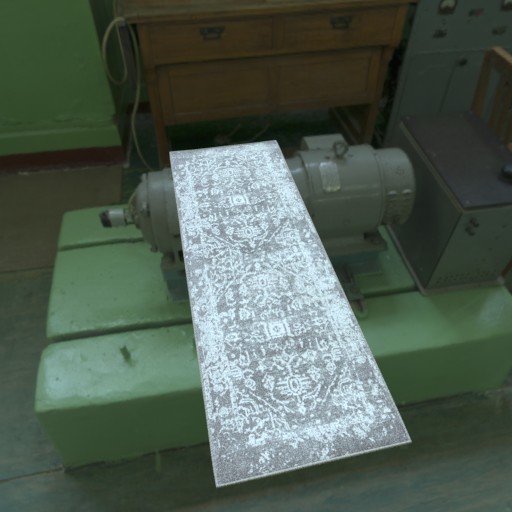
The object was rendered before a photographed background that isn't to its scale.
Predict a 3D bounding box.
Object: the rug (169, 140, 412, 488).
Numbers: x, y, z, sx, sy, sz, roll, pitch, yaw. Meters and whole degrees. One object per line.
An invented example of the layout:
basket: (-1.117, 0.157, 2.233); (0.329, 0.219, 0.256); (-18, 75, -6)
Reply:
rug: (0.000, 0.000, 2.663); (0.855, 0.017, 2.452); (-9, 47, -8)
